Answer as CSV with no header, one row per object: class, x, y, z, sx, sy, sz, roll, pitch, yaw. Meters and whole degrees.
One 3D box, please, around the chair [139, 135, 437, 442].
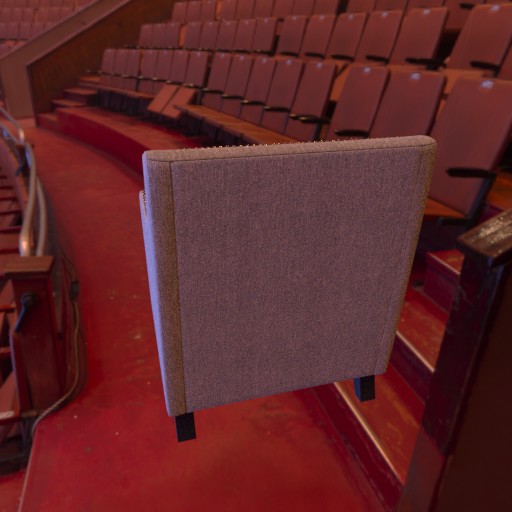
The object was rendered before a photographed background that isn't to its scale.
chair,0.000,0.000,1.641,0.776,0.967,0.884,-7,26,-15
